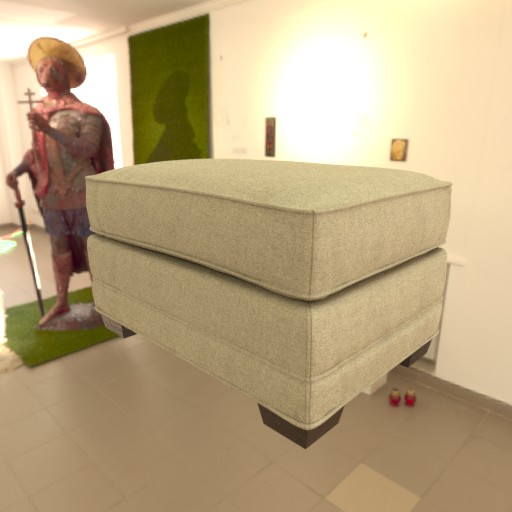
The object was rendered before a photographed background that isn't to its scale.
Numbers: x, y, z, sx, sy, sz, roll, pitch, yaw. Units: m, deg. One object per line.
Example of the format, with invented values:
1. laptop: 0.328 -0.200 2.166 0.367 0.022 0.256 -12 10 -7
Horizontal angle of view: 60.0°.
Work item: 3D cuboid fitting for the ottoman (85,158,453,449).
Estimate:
1. ottoman: 0.000 0.000 1.225 0.848 0.508 0.611 15 22 42
